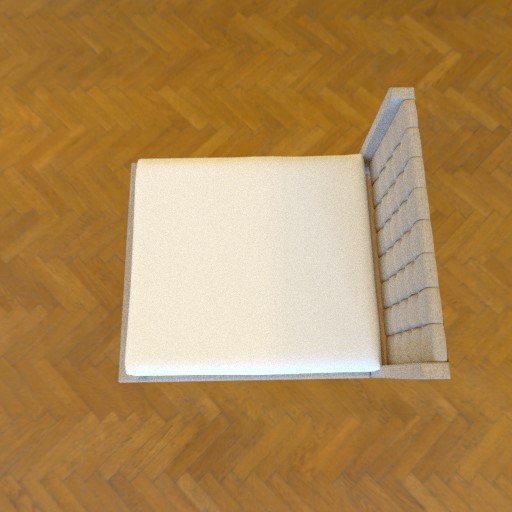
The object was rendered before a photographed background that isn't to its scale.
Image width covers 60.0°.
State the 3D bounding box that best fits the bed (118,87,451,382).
[{"bbox_3d":[0.000,0.000,3.775,2.372,1.748,2.044,-1,75,0],"label":"bed"}]
